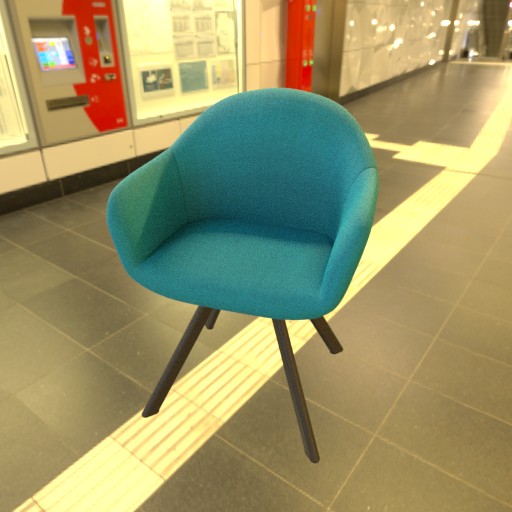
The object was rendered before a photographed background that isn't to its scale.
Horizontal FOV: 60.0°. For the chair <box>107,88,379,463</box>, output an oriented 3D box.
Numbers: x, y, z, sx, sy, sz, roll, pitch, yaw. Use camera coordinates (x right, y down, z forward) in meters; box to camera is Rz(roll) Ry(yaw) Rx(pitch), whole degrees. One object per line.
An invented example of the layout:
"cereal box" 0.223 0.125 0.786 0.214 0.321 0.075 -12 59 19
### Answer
"chair" 0.000 0.000 1.192 0.590 0.795 0.550 8 29 15
